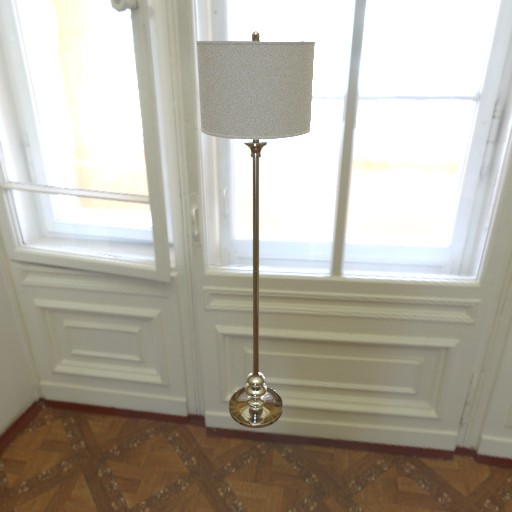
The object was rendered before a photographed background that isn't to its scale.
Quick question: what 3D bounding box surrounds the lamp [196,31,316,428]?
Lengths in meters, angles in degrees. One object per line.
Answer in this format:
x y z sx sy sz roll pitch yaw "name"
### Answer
0.000 0.000 1.643 0.356 1.487 0.356 -18 31 -32 "lamp"
